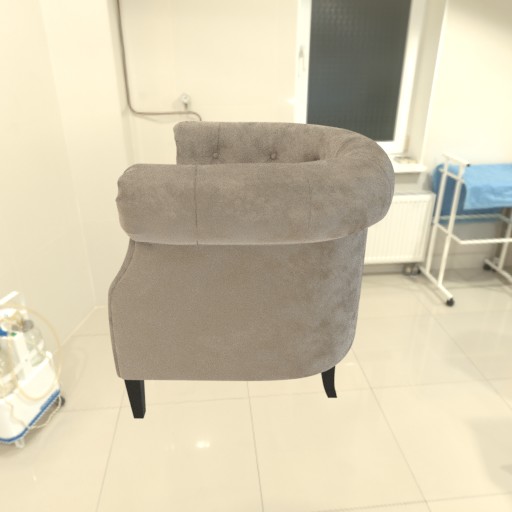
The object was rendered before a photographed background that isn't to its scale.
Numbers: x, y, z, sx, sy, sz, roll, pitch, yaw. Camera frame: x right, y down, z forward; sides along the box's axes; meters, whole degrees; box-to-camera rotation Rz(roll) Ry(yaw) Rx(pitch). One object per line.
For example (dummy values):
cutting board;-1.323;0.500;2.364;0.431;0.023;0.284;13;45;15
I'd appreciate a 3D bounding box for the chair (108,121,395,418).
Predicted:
chair;0.000;0.000;1.572;0.851;0.826;0.904;0;26;1
